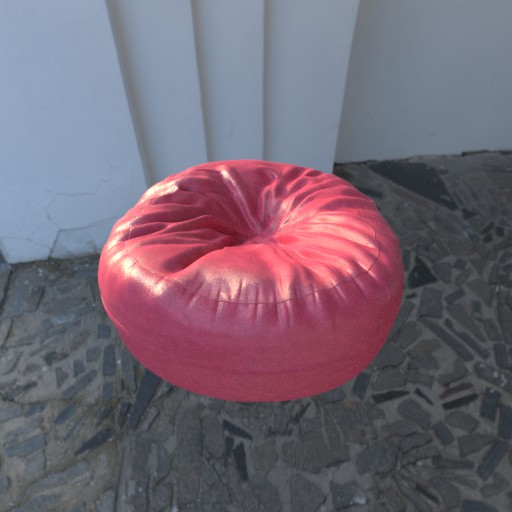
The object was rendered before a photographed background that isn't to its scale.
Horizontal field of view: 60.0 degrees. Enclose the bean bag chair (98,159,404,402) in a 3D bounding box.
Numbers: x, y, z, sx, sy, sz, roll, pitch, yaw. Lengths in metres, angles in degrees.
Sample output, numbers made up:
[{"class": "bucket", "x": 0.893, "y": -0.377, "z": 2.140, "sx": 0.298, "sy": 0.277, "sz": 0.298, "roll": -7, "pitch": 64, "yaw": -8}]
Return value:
[{"class": "bean bag chair", "x": 0.000, "y": 0.000, "z": 2.451, "sx": 1.524, "sy": 0.878, "sz": 1.524, "roll": 4, "pitch": 47, "yaw": 4}]
